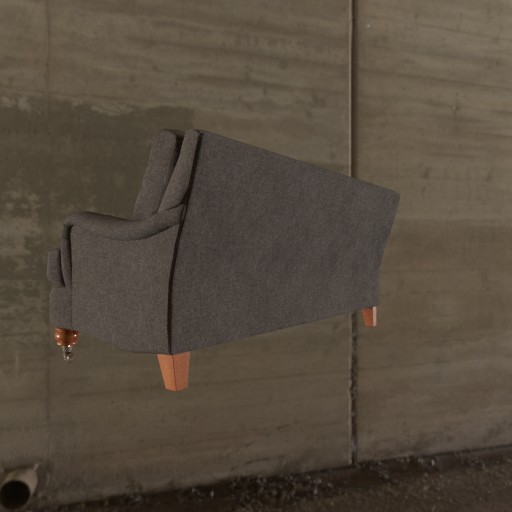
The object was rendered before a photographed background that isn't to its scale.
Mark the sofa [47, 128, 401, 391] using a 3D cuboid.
[{"bbox_3d":[0.000,0.000,2.729,1.087,1.054,2.160,0,0,37],"label":"sofa"}]
